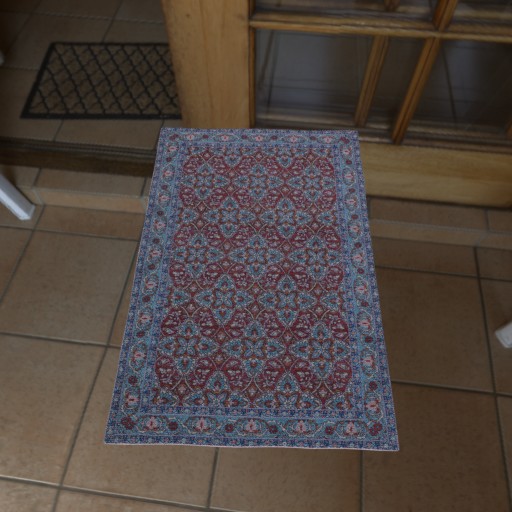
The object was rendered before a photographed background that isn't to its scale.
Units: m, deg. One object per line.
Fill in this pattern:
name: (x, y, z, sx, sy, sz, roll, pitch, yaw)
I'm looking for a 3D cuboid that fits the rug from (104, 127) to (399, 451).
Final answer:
rug: (0.000, 0.000, 2.286, 1.219, 0.009, 1.829, 1, 59, 1)
